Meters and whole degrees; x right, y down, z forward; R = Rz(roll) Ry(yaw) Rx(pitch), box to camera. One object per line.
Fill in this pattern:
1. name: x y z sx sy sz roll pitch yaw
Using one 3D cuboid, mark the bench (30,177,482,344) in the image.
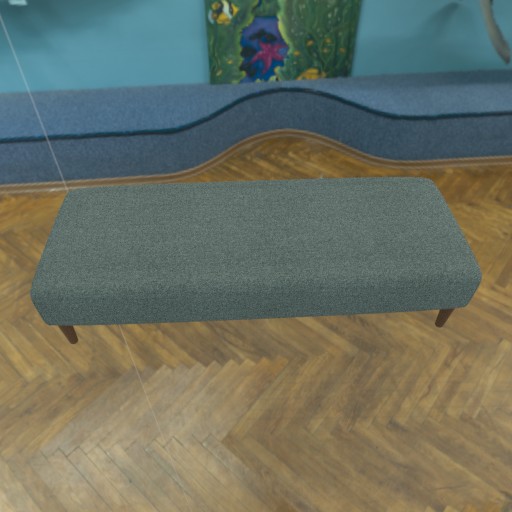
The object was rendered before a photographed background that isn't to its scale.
1. bench: 0.000 0.000 1.856 1.598 0.384 0.631 -2 46 -2
